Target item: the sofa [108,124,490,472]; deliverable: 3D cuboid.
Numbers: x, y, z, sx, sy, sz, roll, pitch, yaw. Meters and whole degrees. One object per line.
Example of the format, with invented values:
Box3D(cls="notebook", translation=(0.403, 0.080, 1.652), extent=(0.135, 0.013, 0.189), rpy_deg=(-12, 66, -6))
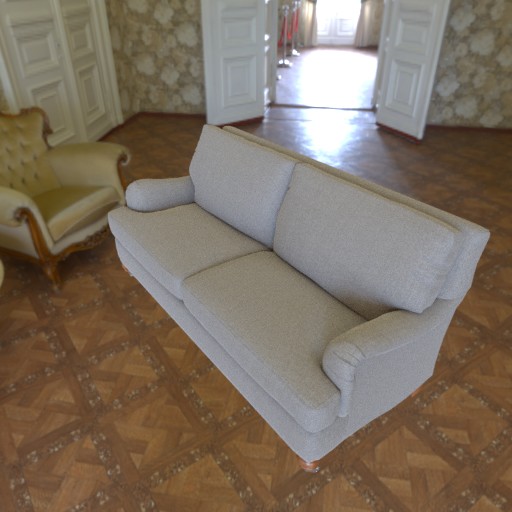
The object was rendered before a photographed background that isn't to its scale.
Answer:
Box3D(cls="sofa", translation=(0.000, 0.000, 2.658), extent=(1.087, 1.054, 2.160), rpy_deg=(-22, 38, -31))
